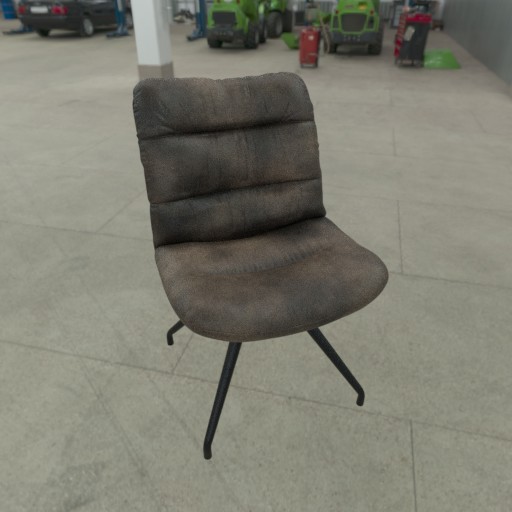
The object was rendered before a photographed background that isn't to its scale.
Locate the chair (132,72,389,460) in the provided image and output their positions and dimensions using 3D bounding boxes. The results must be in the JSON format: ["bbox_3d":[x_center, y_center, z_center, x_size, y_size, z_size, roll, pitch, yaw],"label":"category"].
[{"bbox_3d":[0.000,0.000,1.238,0.549,0.870,0.622,-12,34,-18],"label":"chair"}]
